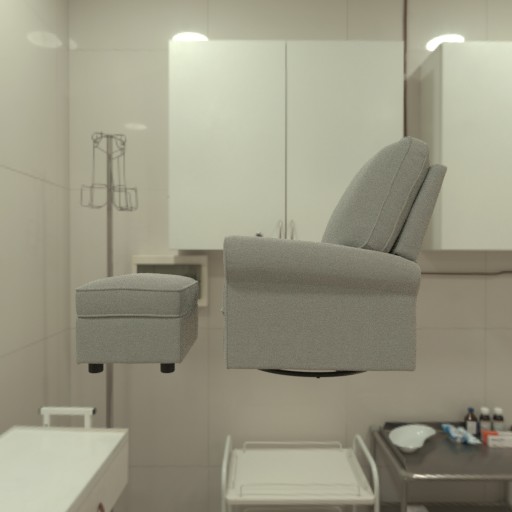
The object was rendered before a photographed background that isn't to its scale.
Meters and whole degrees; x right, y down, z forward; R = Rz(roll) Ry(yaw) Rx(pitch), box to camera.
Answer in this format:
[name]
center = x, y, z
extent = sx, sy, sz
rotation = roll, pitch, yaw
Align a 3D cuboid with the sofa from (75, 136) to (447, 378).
[sofa]
center = 0.000, 0.000, 2.042
extent = 1.478, 0.959, 0.880
rotation = 0, 0, 0
